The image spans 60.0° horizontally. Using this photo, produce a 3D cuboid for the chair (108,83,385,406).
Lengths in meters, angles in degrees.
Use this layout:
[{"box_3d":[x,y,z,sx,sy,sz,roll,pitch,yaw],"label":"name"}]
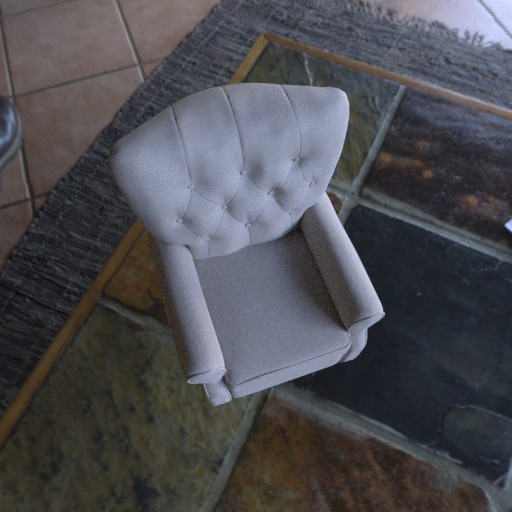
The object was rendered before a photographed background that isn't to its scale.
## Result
[{"box_3d":[0.000,0.000,2.013,0.942,1.209,1.025,-17,65,-8],"label":"chair"}]
